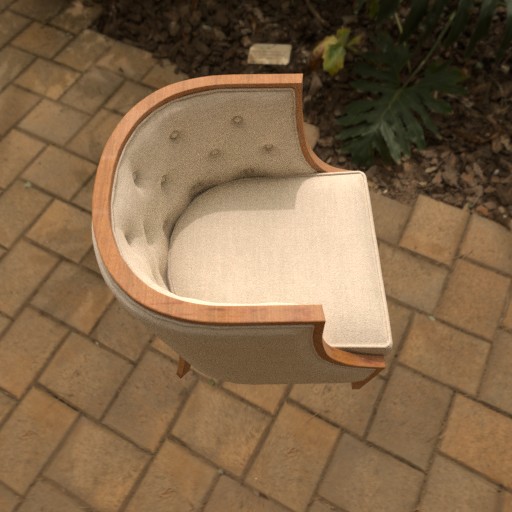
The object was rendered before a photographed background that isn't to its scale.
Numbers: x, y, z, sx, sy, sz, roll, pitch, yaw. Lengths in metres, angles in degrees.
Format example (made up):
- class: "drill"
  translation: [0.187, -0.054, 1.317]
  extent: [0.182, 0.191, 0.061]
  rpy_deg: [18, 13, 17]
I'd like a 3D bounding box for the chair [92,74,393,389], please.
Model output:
- class: "chair"
  translation: [0.000, 0.000, 1.357]
  extent: [0.757, 0.775, 0.711]
  rpy_deg: [-1, 63, 0]
